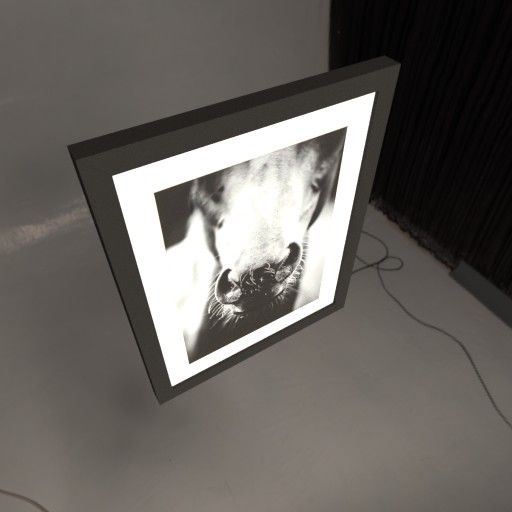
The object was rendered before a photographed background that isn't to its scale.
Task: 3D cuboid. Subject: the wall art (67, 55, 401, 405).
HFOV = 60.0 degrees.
[{"bbox_3d":[0.000,0.000,0.541,0.329,0.404,0.024,-24,51,-21],"label":"wall art"}]
